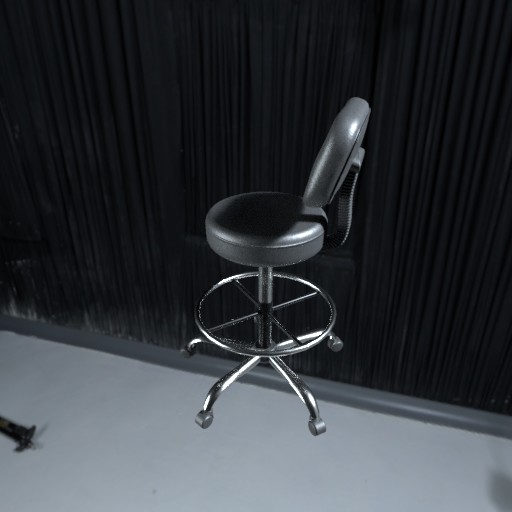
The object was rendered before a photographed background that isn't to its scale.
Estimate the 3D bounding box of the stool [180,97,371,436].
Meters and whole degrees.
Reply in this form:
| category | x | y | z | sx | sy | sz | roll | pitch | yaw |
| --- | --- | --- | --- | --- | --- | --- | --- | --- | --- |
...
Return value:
| category | x | y | z | sx | sy | sz | roll | pitch | yaw |
| --- | --- | --- | --- | --- | --- | --- | --- | --- | --- |
| stool | 0.000 | 0.000 | 1.560 | 0.658 | 1.069 | 0.694 | 8 | 30 | 15 |
